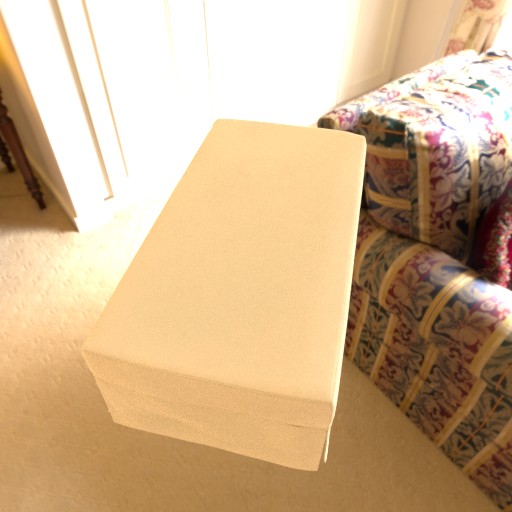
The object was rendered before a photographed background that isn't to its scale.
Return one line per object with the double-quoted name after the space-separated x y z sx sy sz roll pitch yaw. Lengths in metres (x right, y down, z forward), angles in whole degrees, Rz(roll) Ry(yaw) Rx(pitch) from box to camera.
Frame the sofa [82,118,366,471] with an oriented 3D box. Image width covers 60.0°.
0.000 0.000 2.154 0.939 0.552 1.677 10 47 9 "sofa"
